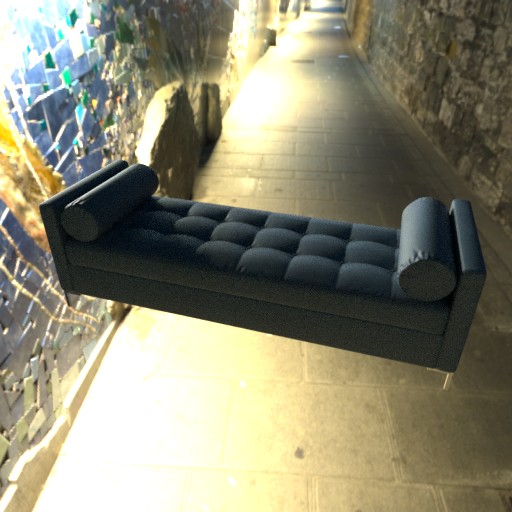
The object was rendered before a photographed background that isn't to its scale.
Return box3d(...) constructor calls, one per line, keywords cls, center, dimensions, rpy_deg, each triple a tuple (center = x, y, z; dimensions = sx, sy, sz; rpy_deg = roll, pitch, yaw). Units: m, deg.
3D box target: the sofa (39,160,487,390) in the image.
box3d(cls="sofa", center=(0.000, 0.000, 2.290), dimensions=(1.981, 0.635, 0.686), rpy_deg=(9, 33, 15))
